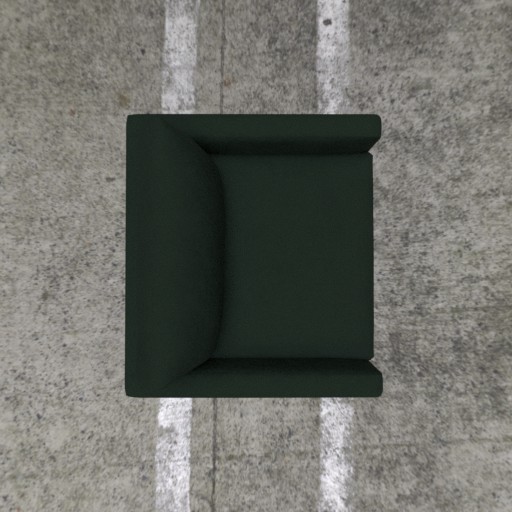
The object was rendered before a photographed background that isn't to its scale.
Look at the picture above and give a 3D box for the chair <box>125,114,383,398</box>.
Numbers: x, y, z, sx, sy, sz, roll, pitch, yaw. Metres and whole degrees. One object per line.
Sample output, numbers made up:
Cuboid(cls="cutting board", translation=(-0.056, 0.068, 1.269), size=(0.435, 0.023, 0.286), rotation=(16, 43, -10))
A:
Cuboid(cls="chair", translation=(0.000, 0.000, 1.643), size=(0.866, 0.861, 0.963), rotation=(0, 89, 0))
